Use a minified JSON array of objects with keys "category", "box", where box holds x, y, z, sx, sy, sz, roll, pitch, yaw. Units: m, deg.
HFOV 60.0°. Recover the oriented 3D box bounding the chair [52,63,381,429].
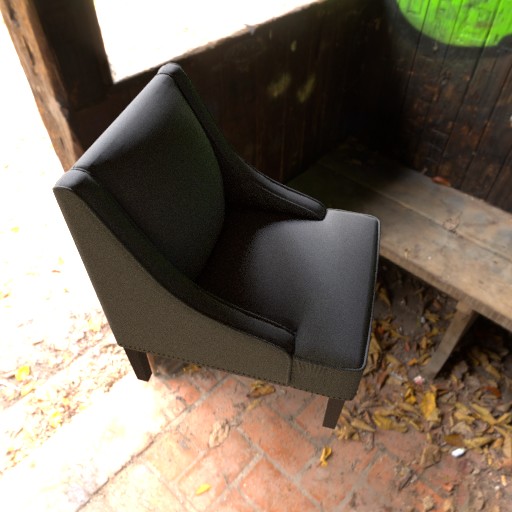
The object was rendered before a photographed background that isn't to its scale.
[{"category":"chair","box":[0.000,0.000,1.373,0.747,0.867,0.631,11,48,10]}]
